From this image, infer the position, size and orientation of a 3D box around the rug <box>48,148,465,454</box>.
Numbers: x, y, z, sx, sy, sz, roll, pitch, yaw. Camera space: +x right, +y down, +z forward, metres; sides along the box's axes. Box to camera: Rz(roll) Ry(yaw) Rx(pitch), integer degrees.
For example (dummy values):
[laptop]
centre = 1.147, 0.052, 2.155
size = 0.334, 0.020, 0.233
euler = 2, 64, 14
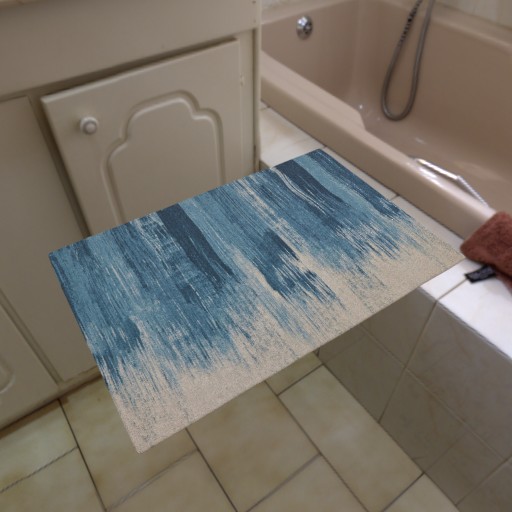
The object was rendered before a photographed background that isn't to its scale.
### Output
[rug]
centre = 0.000, 0.000, 2.325
size = 1.836, 0.009, 1.232
euler = -25, 52, -22
